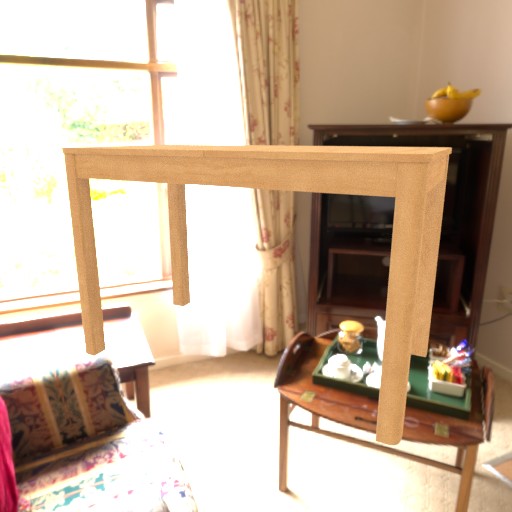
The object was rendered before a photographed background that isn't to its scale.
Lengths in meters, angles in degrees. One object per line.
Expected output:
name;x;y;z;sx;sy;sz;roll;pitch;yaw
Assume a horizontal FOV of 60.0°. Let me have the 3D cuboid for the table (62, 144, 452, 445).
table;0.000;0.000;1.893;1.400;0.900;0.750;8;17;26
